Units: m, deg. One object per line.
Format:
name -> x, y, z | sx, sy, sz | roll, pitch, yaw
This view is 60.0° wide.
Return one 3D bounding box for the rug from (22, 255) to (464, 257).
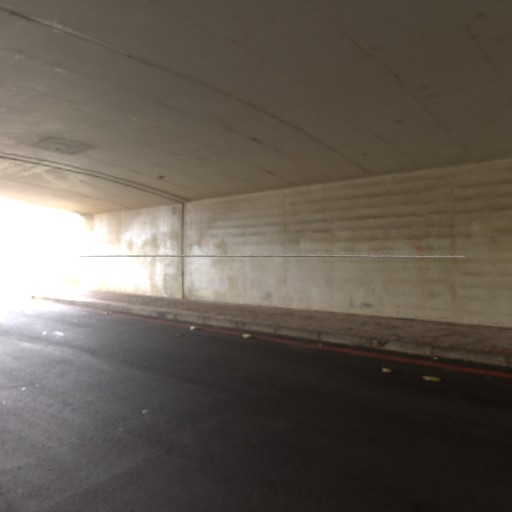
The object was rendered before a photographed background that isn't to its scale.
rug -> 0.000, 0.000, 2.647 | 2.390, 0.014, 0.741 | 0, 0, -17
